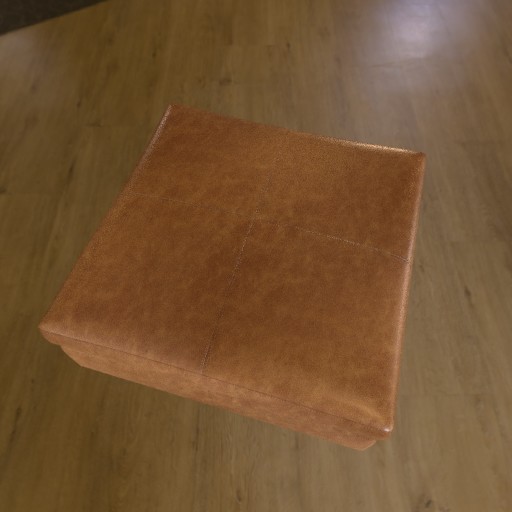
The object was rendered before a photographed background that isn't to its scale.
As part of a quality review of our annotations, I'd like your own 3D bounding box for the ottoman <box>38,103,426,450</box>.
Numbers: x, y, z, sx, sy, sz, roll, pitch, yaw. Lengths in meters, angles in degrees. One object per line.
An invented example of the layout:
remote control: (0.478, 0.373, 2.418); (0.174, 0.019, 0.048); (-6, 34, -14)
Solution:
ottoman: (0.000, 0.000, 1.796); (1.169, 0.483, 1.168); (14, 59, 9)
